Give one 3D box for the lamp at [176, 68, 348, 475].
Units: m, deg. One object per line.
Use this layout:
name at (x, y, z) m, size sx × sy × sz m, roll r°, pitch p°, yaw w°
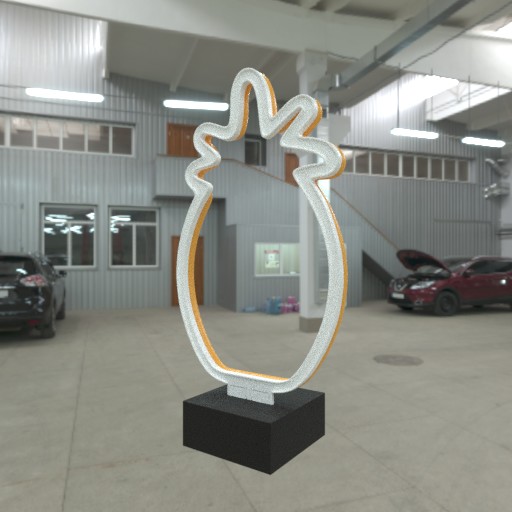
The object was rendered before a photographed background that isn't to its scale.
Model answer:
lamp at (0.000, 0.000, 0.382) m, size 0.167 × 0.317 × 0.088 m, roll 0°, pitch 0°, yaw 35°
